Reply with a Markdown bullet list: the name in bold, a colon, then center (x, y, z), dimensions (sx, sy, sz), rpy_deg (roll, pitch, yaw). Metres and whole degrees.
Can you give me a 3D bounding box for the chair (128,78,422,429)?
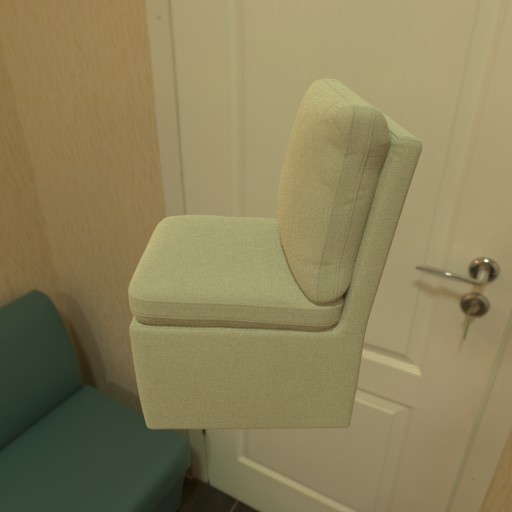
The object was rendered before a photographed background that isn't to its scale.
- **chair**: center (0.000, 0.000, 1.304), dimensions (0.698, 0.927, 0.503), rpy_deg (0, 28, 0)
